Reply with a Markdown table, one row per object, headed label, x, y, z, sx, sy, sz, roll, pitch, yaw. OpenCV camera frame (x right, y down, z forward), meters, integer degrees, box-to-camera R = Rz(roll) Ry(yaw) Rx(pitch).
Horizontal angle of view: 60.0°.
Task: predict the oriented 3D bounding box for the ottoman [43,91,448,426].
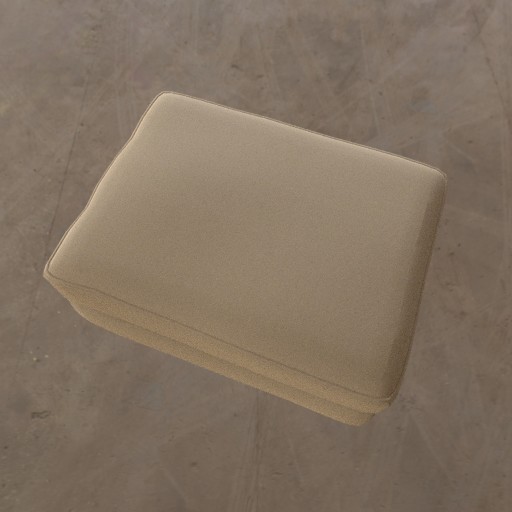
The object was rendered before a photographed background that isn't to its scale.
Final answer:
| label | x | y | z | sx | sy | sz | roll | pitch | yaw |
| --- | --- | --- | --- | --- | --- | --- | --- | --- | --- |
| ottoman | 0.000 | 0.000 | 1.205 | 0.818 | 0.485 | 0.634 | 19 | 65 | 9 |
